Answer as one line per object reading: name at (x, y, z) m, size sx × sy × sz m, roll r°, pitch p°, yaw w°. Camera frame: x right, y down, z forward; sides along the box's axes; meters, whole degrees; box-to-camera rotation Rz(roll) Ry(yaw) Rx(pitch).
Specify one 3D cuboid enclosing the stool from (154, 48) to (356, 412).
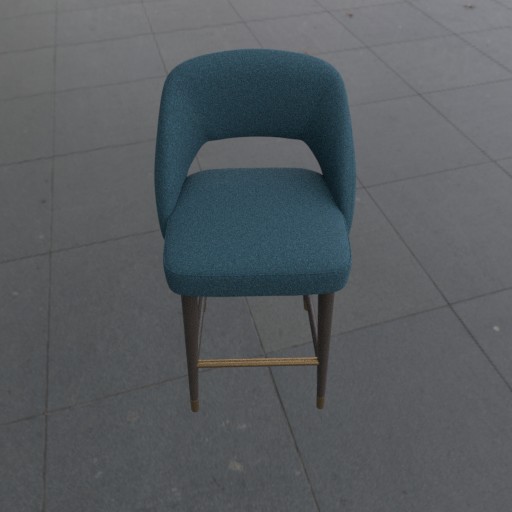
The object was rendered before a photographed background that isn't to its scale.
stool at (0.000, 0.000, 1.343) m, size 0.536 × 1.032 × 0.522 m, roll -1°, pitch 47°, yaw -1°
